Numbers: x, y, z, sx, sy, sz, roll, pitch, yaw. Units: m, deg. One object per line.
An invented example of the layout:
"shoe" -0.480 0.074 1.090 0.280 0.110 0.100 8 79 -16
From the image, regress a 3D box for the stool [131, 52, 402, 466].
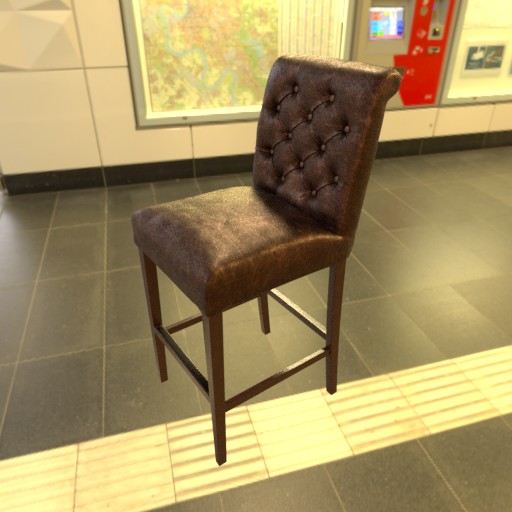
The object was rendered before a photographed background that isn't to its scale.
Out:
"stool" 0.000 0.000 1.471 0.659 1.168 0.483 -20 36 -30
